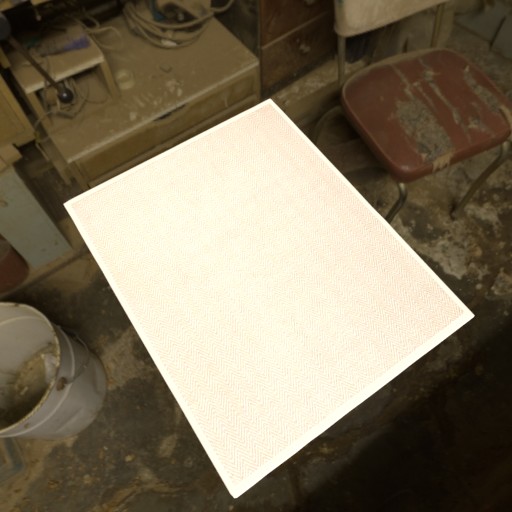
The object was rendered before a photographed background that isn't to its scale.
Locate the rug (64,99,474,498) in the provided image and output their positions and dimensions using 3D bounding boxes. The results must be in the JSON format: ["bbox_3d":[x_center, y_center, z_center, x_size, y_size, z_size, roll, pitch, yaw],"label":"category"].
[{"bbox_3d":[0.000,0.000,3.988,2.423,0.019,3.009,-31,68,-14],"label":"rug"}]
